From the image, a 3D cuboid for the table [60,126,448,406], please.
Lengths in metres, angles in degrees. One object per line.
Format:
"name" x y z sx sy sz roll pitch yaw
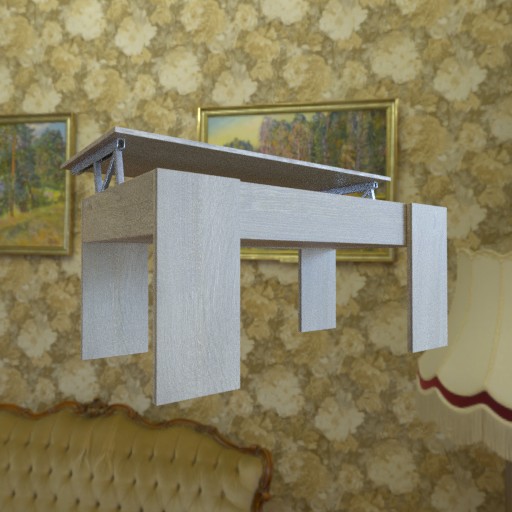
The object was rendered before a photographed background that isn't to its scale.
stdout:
"table" 0.000 0.000 1.400 1.000 0.570 0.711 1 -1 -37
